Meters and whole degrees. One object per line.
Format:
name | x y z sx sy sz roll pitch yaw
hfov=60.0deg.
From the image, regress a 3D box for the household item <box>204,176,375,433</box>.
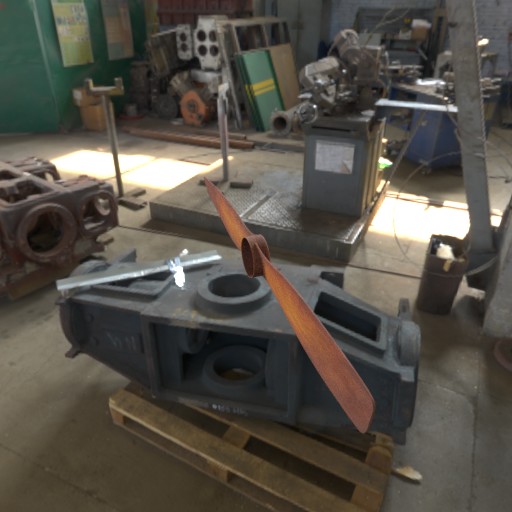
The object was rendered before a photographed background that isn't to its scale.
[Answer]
household item | 0.000 0.000 1.223 0.051 0.121 1.181 -10 31 -16
